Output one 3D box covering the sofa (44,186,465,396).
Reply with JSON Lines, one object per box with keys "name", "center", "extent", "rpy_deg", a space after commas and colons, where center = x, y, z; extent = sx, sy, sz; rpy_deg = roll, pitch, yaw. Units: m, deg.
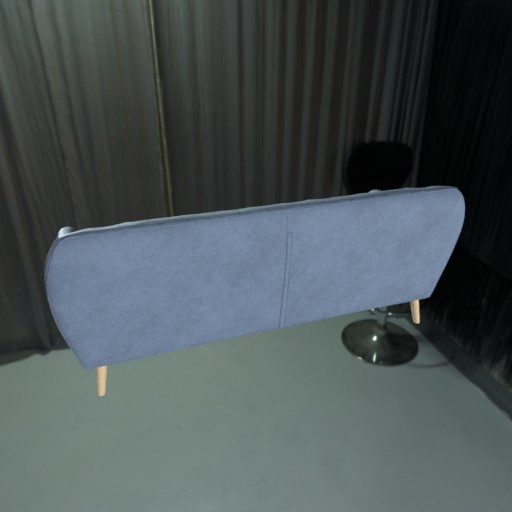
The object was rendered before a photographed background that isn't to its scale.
{"name": "sofa", "center": [0.000, 0.000, 2.389], "extent": [1.975, 0.832, 0.841], "rpy_deg": [-9, 28, -17]}
